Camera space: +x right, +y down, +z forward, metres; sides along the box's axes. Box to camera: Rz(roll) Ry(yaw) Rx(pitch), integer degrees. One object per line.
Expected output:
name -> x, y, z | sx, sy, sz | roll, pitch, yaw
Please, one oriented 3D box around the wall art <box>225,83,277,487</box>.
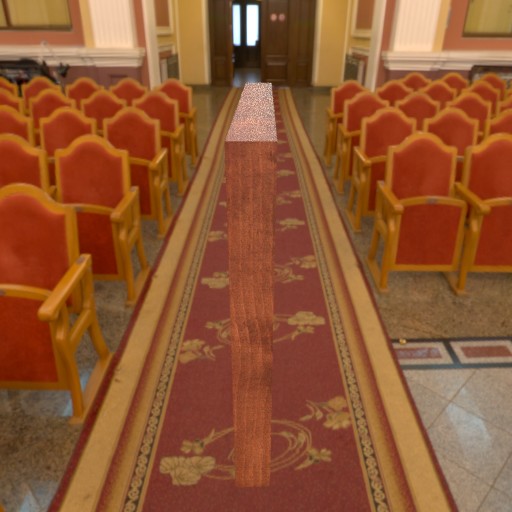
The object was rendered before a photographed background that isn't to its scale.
wall art -> 0.000, 0.000, 0.581 | 0.038, 0.385, 0.386 | 1, 27, 1
